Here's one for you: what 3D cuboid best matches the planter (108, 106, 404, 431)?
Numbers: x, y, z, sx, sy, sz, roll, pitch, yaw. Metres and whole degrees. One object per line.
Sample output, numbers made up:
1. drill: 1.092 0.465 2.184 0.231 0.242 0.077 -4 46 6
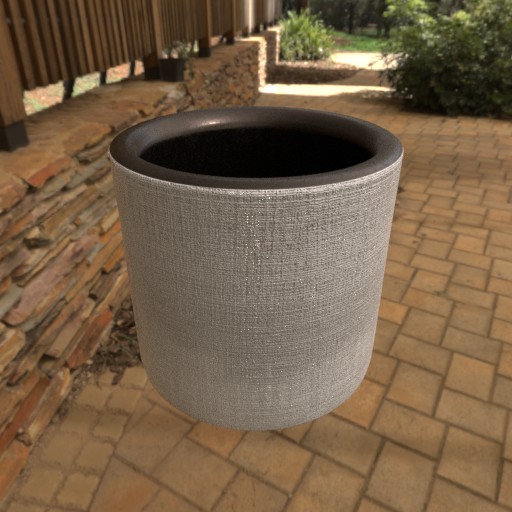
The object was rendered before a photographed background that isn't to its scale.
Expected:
1. planter: 0.000 0.000 0.283 0.160 0.156 0.160 0 30 0
